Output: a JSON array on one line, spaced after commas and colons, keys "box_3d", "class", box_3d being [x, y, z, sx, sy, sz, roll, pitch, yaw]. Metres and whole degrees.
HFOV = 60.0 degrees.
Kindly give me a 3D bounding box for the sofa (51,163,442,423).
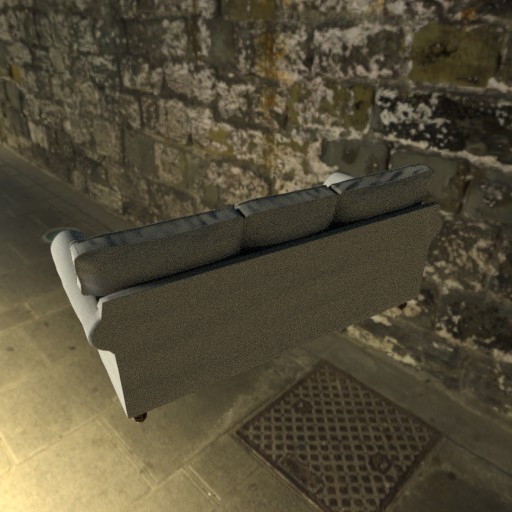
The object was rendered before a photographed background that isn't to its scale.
[{"box_3d": [0.000, 0.000, 2.588, 2.084, 0.961, 0.916, -16, 33, -27], "class": "sofa"}]
